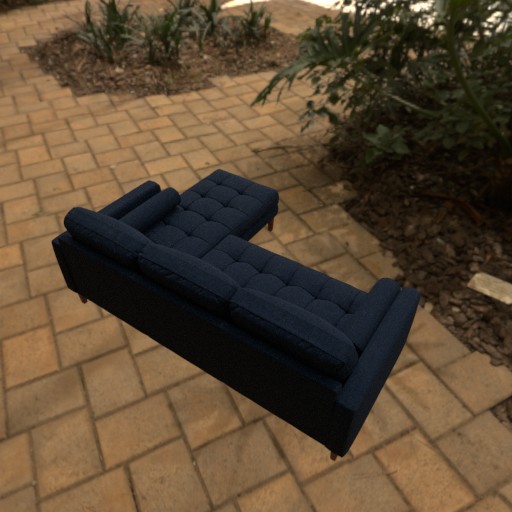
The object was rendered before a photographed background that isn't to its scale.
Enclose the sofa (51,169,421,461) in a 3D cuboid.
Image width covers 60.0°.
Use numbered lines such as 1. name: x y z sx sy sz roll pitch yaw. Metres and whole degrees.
1. sofa: 0.000 0.000 3.033 2.185 0.841 1.613 24 47 25
